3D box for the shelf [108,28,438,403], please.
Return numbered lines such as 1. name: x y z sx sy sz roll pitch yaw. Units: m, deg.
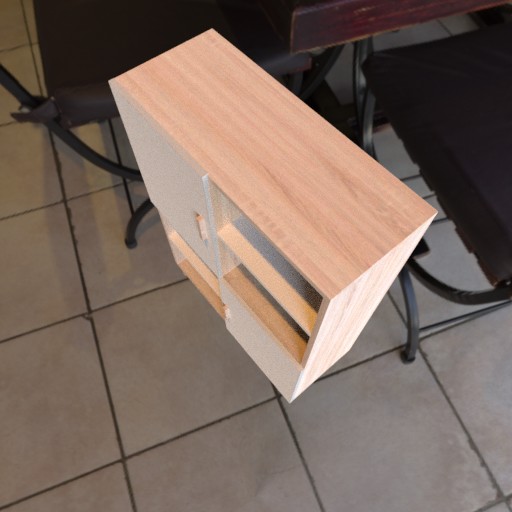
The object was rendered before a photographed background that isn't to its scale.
1. shelf: 0.000 0.000 1.909 0.434 1.405 0.995 -36 67 -18
